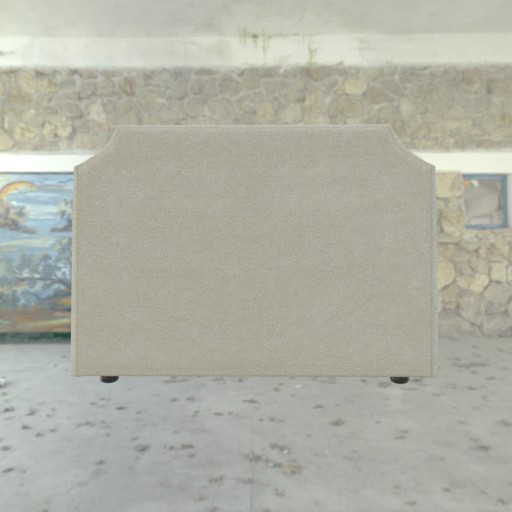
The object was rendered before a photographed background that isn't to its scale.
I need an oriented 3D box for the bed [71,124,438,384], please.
[{"bbox_3d":[0.000,0.000,3.258,1.828,1.297,2.164,0,-1,1],"label":"bed"}]
